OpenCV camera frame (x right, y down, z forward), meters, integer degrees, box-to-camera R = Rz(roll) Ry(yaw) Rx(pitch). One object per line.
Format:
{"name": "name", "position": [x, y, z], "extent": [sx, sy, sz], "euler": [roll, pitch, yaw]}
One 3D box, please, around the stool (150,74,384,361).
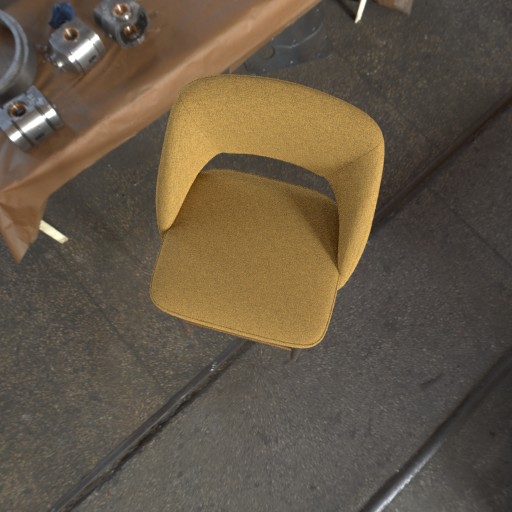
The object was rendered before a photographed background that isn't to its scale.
{"name": "stool", "position": [0.000, 0.000, 1.342], "extent": [0.536, 1.032, 0.522], "euler": [14, 77, 3]}
